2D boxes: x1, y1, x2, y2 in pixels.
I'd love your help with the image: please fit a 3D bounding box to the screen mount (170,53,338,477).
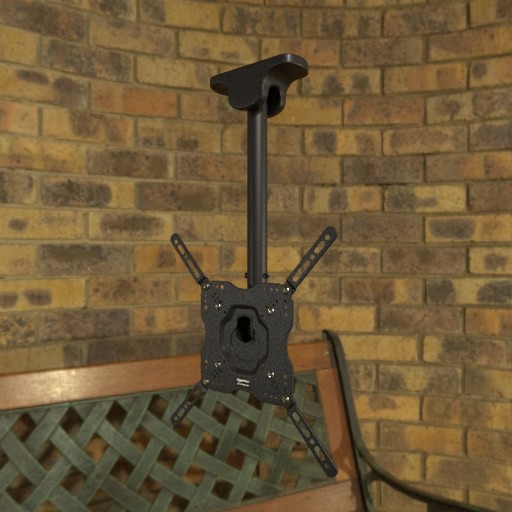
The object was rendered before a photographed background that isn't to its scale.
[{"bbox_3d":[0.000,0.000,0.874,0.393,0.729,0.090,0,0,36],"label":"screen mount"}]
